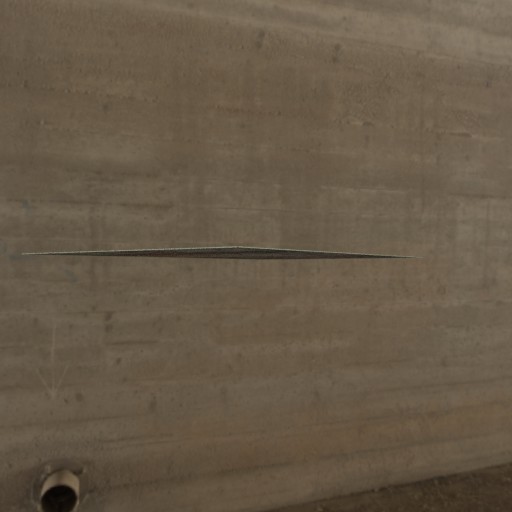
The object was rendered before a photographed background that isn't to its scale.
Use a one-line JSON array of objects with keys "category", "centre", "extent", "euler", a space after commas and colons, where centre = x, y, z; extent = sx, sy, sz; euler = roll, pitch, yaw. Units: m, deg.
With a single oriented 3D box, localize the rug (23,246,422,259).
[{"category": "rug", "centre": [0.000, 0.000, 2.965], "extent": [1.566, 0.004, 2.363], "euler": [-1, -2, 37]}]
